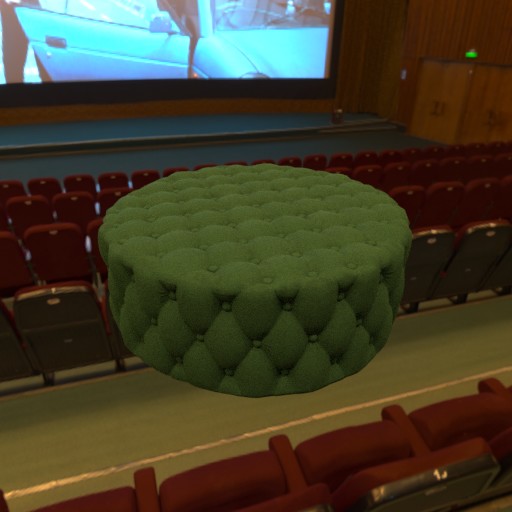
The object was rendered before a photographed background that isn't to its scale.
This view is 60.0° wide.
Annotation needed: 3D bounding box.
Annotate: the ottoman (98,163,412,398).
[{"bbox_3d":[0.000,0.000,1.529,0.998,0.399,0.998,0,28,0],"label":"ottoman"}]
